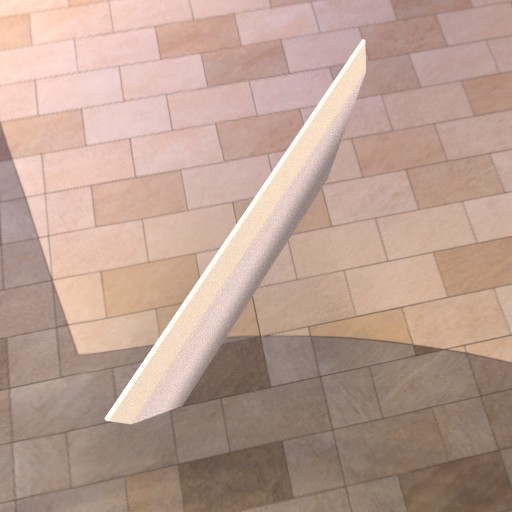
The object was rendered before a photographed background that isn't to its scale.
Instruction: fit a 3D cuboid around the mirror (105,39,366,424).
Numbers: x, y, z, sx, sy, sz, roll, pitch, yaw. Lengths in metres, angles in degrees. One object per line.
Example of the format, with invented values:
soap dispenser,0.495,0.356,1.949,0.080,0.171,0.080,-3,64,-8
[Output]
mirror,0.000,0.000,1.114,0.030,0.630,0.870,31,77,8
